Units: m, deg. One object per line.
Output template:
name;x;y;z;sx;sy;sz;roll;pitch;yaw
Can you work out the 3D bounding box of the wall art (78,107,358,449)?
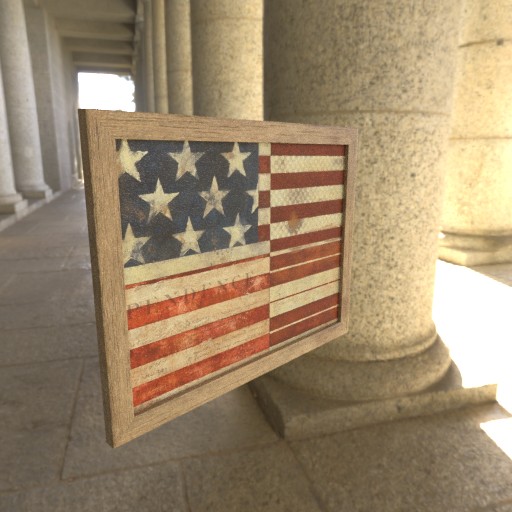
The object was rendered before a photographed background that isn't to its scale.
wall art;0.000;0.000;0.915;0.026;0.535;0.690;13;18;43
